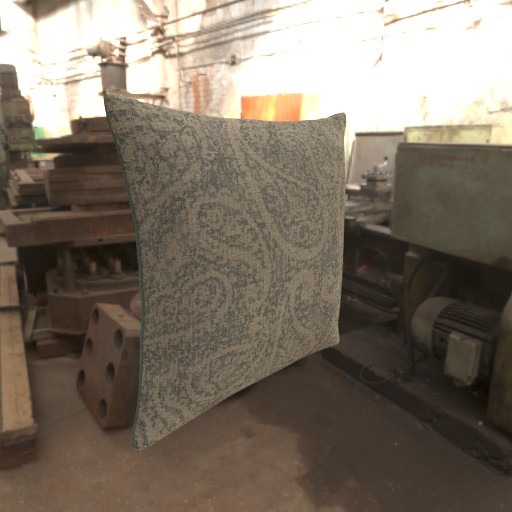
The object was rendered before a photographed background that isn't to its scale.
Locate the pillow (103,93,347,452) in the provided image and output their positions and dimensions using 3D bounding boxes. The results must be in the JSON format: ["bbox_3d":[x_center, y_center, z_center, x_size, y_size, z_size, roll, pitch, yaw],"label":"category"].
[{"bbox_3d":[0.000,0.000,0.780,0.166,0.507,0.526,14,20,43],"label":"pillow"}]
